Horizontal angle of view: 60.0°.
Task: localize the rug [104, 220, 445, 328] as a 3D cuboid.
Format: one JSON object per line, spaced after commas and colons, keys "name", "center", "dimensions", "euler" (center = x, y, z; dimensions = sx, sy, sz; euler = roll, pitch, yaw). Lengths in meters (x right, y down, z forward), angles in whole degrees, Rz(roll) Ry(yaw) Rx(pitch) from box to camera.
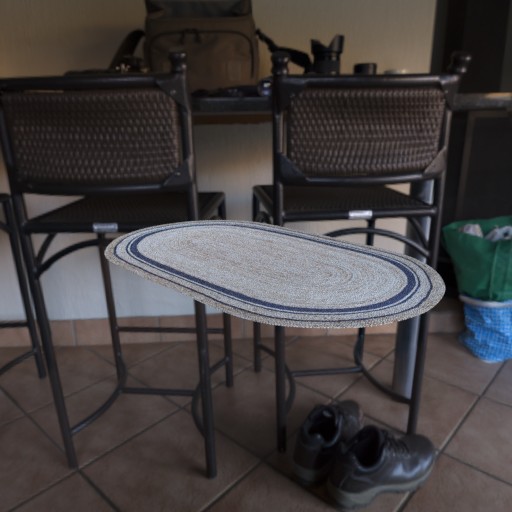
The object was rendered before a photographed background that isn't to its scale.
{"name": "rug", "center": [0.000, 0.000, 2.999], "dimensions": [2.432, 0.006, 1.520], "euler": [16, 24, 42]}
